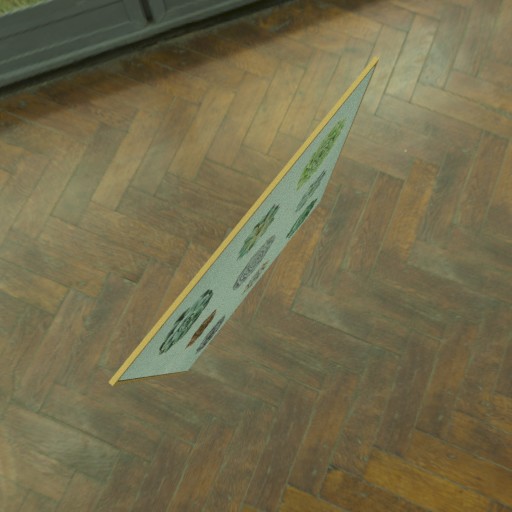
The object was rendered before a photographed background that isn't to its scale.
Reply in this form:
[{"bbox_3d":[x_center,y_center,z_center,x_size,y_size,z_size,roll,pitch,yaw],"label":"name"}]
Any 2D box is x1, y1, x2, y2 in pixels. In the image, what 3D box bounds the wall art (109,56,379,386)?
[{"bbox_3d":[0.000,0.000,1.451,0.013,0.959,0.962,37,79,8],"label":"wall art"}]
